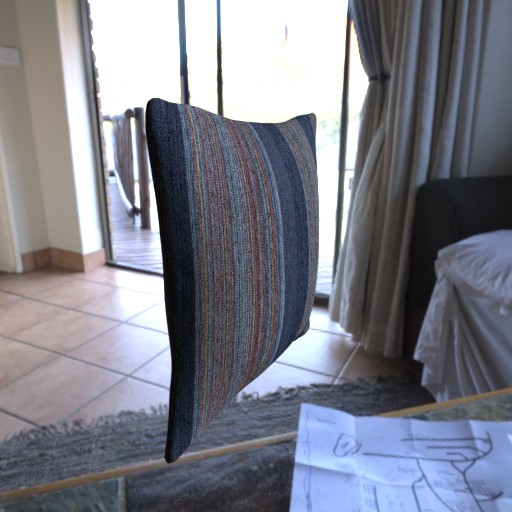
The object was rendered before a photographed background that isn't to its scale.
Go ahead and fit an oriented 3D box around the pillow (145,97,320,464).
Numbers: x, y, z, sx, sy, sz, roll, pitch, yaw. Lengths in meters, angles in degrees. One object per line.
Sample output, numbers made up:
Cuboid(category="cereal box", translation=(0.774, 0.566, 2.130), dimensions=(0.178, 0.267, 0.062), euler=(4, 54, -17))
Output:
Cuboid(category="pillow", translation=(0.000, 0.000, 0.655), dimensions=(0.136, 0.419, 0.437), euler=(8, 18, 28))
